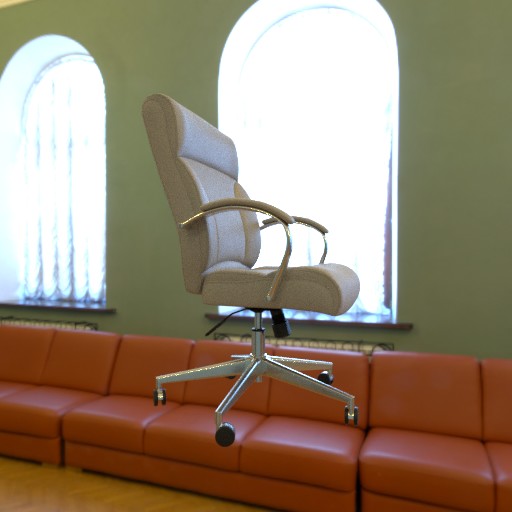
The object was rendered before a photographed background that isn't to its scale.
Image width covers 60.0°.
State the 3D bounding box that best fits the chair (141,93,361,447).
[{"bbox_3d":[0.000,0.000,1.618,0.745,1.099,0.727,0,0,19],"label":"chair"}]
